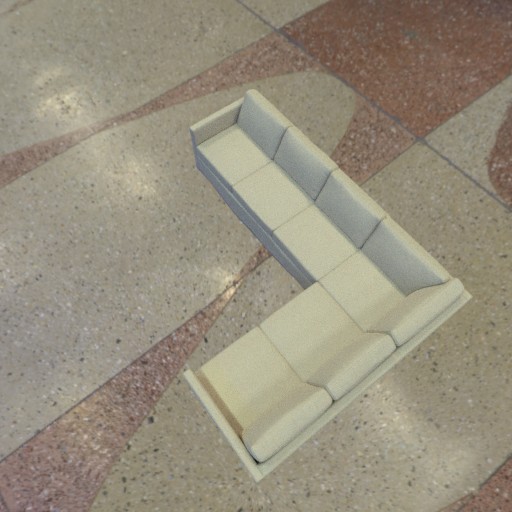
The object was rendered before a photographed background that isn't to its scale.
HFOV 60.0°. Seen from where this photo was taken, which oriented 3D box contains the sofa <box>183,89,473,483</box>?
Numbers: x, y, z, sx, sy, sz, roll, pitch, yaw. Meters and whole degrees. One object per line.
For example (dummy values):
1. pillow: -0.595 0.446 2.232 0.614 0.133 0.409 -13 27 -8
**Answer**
1. sofa: 0.000 0.000 4.359 2.432 0.871 3.182 -34 68 -16
